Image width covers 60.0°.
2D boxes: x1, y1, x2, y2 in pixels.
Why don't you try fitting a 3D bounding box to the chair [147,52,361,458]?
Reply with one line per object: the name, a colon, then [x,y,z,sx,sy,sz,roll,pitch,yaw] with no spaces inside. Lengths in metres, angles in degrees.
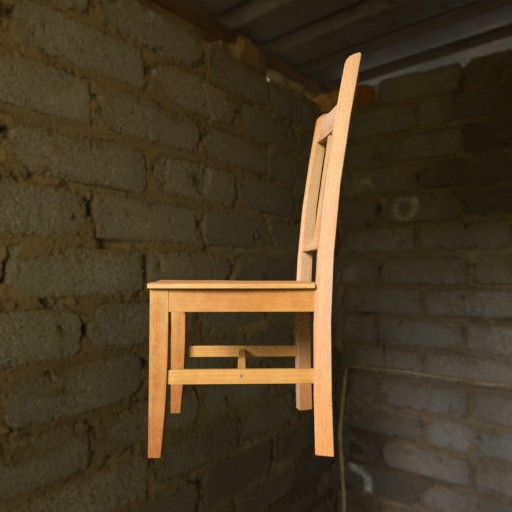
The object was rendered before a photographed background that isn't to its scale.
chair: [0.000,0.000,1.299,0.556,0.998,0.450,0,-2,-2]
